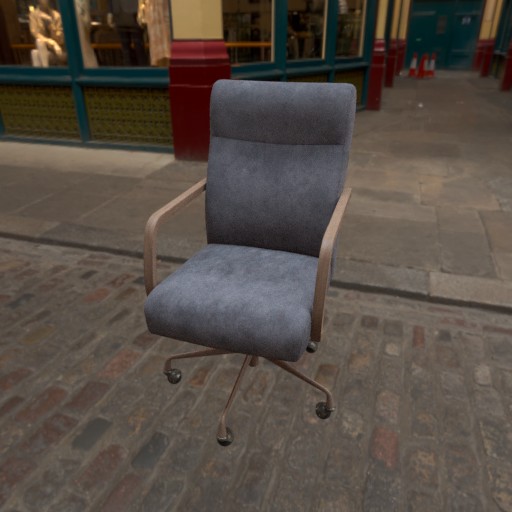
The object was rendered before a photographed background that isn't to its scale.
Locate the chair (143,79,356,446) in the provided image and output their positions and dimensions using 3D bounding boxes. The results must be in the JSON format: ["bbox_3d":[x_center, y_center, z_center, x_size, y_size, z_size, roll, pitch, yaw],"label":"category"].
[{"bbox_3d":[0.000,0.000,1.469,0.640,1.029,0.741,8,28,16],"label":"chair"}]
